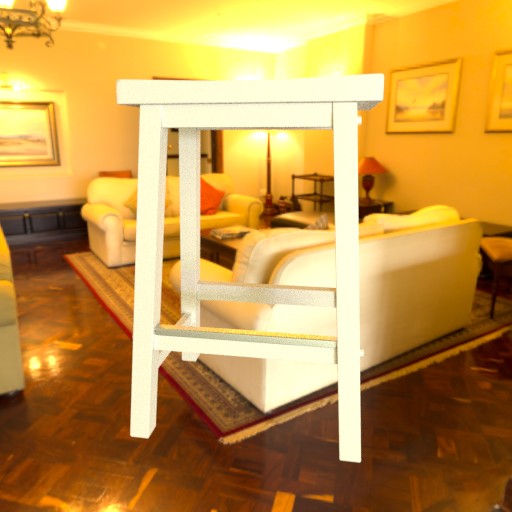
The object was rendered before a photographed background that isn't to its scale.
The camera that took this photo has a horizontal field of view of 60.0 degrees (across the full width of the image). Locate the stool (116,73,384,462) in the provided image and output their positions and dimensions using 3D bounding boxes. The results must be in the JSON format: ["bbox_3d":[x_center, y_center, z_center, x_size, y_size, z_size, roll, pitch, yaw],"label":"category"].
[{"bbox_3d":[0.000,0.000,0.841,0.406,0.610,0.322,2,15,9],"label":"stool"}]
